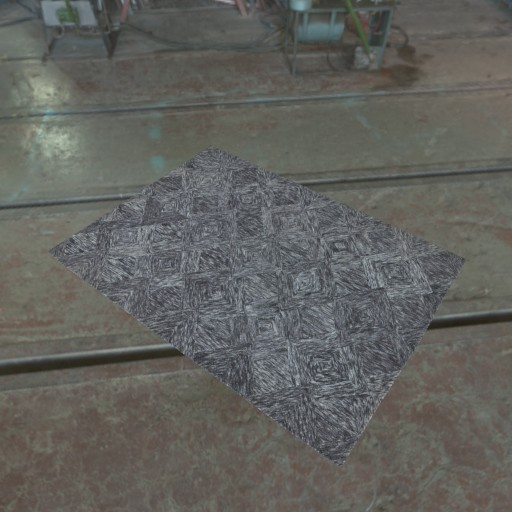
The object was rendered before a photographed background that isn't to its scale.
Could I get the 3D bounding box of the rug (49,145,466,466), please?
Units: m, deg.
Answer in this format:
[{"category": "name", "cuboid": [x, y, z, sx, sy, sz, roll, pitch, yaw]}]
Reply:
[{"category": "rug", "cuboid": [0.000, 0.000, 5.319, 4.093, 0.020, 2.997, 29, 53, 25]}]
